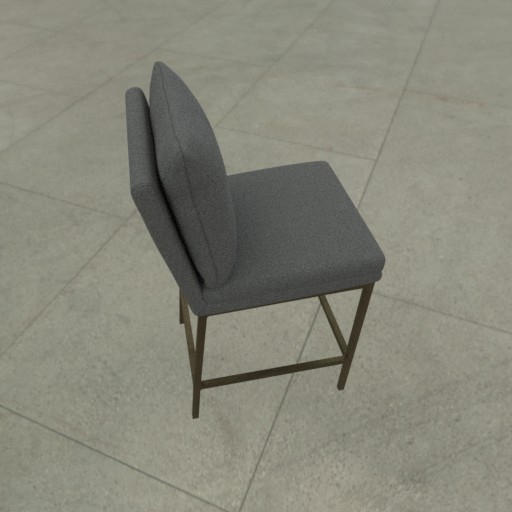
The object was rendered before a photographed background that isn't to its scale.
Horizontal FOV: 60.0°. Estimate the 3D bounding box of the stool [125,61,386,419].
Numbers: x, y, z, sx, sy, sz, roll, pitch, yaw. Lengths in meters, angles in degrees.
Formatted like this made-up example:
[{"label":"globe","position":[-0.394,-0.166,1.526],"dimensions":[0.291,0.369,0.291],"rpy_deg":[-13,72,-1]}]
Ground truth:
[{"label":"stool","position":[0.000,0.000,1.308],"dimensions":[0.569,1.030,0.463],"rpy_deg":[-9,46,-9]}]
